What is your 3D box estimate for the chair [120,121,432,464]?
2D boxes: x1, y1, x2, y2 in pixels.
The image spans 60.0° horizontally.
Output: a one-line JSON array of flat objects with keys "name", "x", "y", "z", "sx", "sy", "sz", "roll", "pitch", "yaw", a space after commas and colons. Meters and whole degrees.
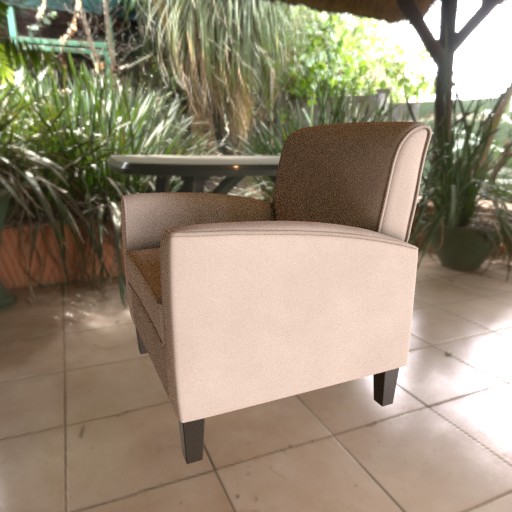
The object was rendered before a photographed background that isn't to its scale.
[{"name": "chair", "x": 0.000, "y": 0.000, "z": 1.566, "sx": 0.820, "sy": 0.915, "sz": 0.820, "roll": -6, "pitch": 16, "yaw": -23}]
